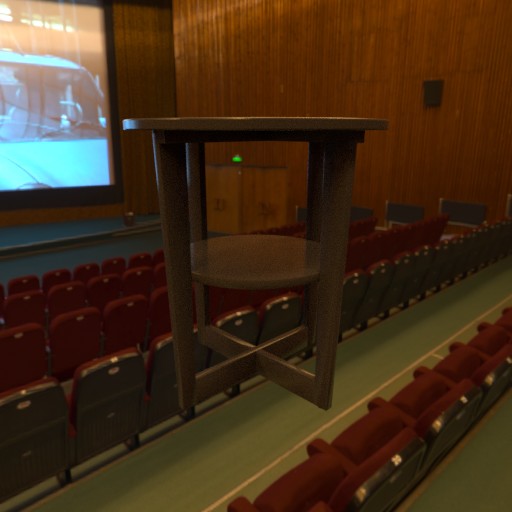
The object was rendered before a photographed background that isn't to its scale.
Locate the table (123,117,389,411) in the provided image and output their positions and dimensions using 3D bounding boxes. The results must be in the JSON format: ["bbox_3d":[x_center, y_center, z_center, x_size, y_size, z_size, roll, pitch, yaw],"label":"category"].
[{"bbox_3d":[0.000,0.000,0.940,0.500,0.550,0.500,0,16,0],"label":"table"}]
